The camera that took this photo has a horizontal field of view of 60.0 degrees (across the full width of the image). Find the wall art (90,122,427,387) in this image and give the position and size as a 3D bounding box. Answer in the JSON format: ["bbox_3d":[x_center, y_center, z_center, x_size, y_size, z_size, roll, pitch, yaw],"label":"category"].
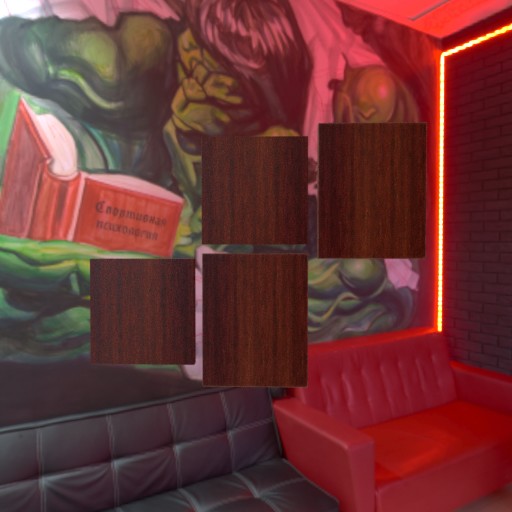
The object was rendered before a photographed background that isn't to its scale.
[{"bbox_3d":[0.000,0.000,0.851,0.635,0.497,0.030,0,1,2],"label":"wall art"}]
